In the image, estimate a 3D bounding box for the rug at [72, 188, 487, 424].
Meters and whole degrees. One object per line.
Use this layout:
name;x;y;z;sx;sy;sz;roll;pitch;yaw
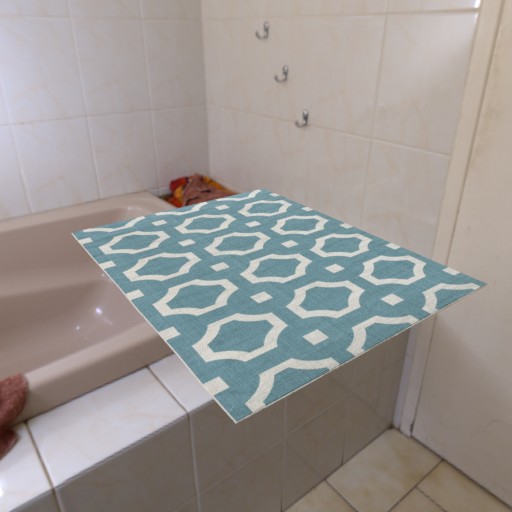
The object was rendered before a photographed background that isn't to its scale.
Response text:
rug;0.000;0.000;4.073;2.466;0.021;3.049;-18;32;-32
